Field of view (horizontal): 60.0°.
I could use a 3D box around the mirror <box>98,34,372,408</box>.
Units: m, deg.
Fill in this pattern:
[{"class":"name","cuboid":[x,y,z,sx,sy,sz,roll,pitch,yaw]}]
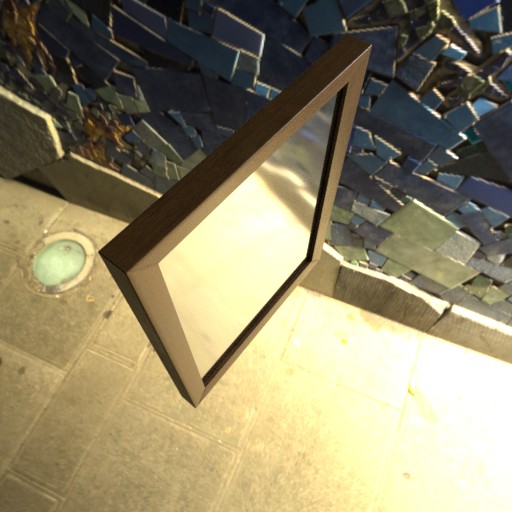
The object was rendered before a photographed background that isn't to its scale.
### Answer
[{"class":"mirror","cuboid":[0.000,0.000,0.679,0.041,0.508,0.405,34,65,19]}]
